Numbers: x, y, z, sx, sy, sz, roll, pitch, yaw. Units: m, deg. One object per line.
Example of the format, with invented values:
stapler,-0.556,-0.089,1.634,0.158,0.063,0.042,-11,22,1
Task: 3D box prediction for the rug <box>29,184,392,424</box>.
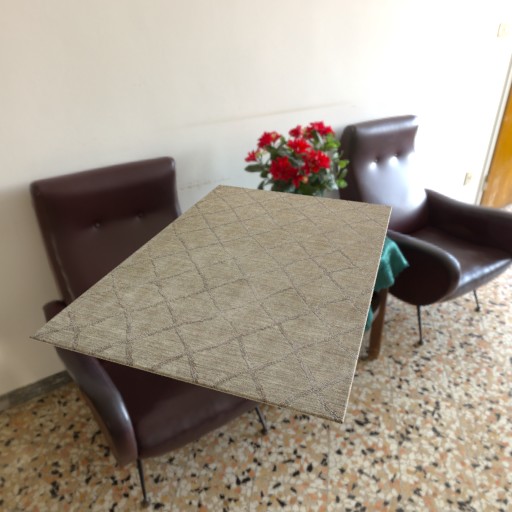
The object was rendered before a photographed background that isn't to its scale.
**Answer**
rug,0.000,0.000,2.864,1.521,0.015,2.280,10,30,17
